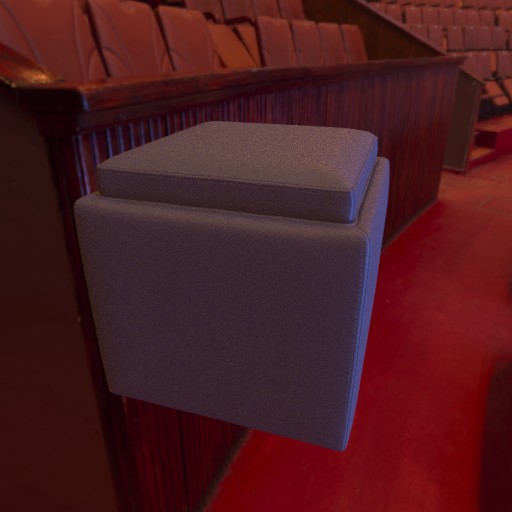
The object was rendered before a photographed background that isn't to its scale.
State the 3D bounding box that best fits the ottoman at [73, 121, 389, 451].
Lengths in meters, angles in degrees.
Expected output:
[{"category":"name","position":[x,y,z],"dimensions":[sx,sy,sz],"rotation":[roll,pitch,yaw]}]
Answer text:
[{"category":"ottoman","position":[0.000,0.000,0.849],"dimensions":[0.451,0.460,0.450],"rotation":[8,27,16]}]
